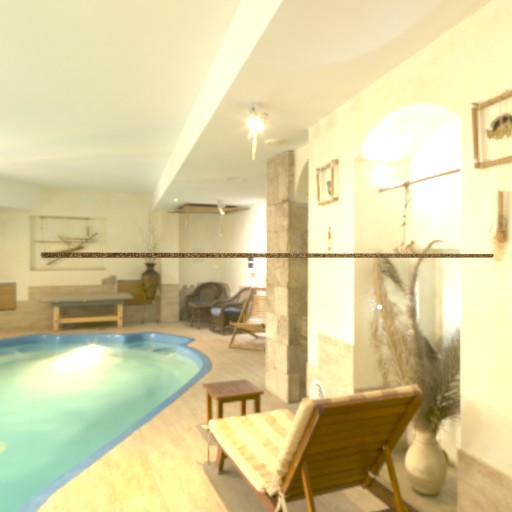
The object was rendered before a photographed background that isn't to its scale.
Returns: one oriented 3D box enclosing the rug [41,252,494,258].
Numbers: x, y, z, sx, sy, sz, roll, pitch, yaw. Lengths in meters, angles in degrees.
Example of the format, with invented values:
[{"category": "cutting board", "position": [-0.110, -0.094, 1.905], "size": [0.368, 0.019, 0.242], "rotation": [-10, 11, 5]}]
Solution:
[{"category": "rug", "position": [0.000, 0.000, 3.335], "size": [2.699, 0.026, 1.802], "rotation": [0, 0, -18]}]
